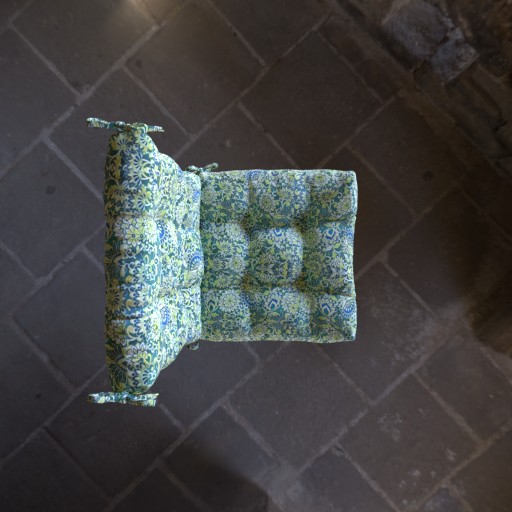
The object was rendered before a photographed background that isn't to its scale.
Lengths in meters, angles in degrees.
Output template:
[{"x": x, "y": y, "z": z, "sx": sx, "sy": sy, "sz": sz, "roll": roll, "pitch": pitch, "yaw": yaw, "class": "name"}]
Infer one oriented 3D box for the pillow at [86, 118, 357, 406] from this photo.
[{"x": 0.000, "y": 0.000, "z": 1.015, "sx": 0.571, "sy": 0.605, "sz": 0.519, "roll": 0, "pitch": 91, "yaw": 0, "class": "pillow"}]
